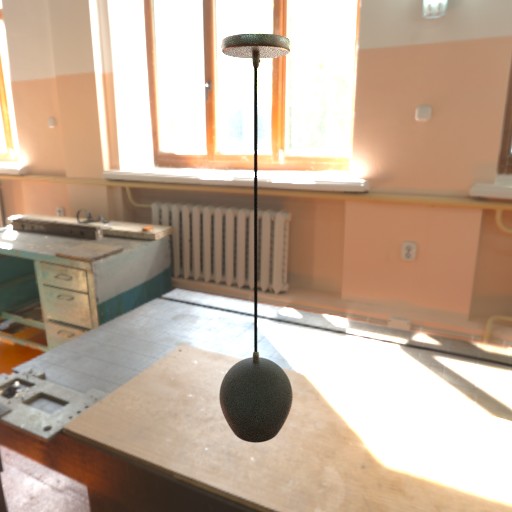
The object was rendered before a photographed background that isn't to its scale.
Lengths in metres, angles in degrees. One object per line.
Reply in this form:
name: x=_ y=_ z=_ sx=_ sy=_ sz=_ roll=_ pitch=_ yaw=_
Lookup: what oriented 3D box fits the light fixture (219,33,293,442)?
light fixture: x=0.000 y=0.000 z=0.854 sx=0.153 sy=0.760 sz=0.153 roll=-8 pitch=16 yaw=-27
